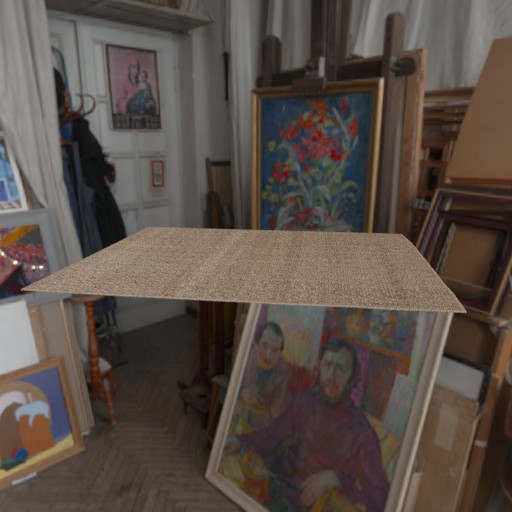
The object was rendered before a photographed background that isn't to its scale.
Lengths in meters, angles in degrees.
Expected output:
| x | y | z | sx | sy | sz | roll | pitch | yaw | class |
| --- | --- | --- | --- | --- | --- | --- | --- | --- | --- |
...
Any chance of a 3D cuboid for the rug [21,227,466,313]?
| x | y | z | sx | sy | sz | roll | pitch | yaw | class |
| --- | --- | --- | --- | --- | --- | --- | --- | --- | --- |
| 0.000 | 0.000 | 4.100 | 3.048 | 0.013 | 2.439 | 2 | 15 | 8 | rug |
